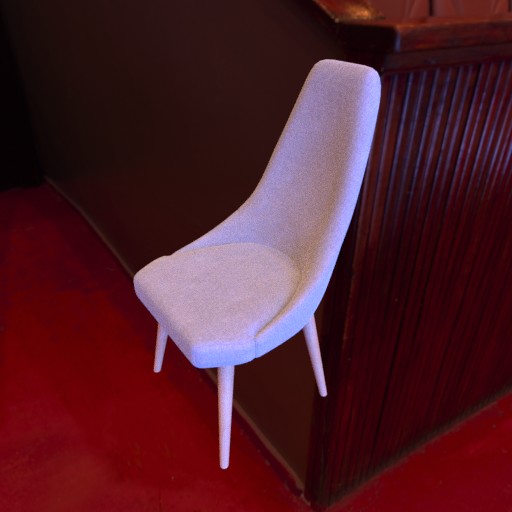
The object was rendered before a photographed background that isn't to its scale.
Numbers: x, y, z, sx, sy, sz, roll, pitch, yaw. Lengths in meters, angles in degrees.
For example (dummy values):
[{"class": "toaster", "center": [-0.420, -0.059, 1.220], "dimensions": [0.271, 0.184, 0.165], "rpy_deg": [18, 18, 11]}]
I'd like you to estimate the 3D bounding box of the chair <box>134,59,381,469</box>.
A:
[{"class": "chair", "center": [0.000, 0.000, 1.352], "dimensions": [0.660, 1.040, 0.510], "rpy_deg": [-21, 38, -30]}]
